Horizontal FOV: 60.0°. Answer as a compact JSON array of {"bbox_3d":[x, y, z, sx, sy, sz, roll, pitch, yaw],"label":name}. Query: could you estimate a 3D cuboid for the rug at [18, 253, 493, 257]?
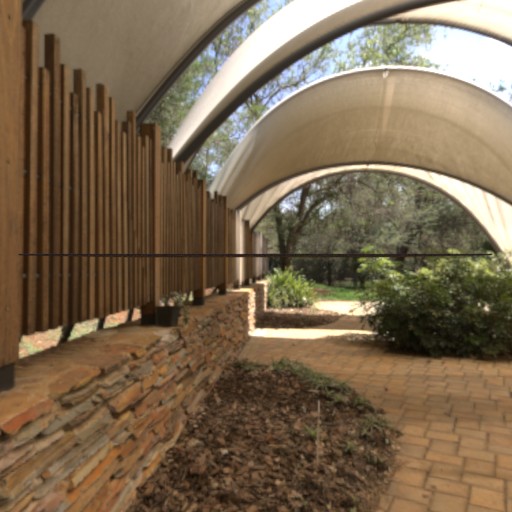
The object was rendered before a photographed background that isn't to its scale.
[{"bbox_3d":[0.000,0.000,2.878,2.232,0.009,1.630,0,-1,1],"label":"rug"}]
